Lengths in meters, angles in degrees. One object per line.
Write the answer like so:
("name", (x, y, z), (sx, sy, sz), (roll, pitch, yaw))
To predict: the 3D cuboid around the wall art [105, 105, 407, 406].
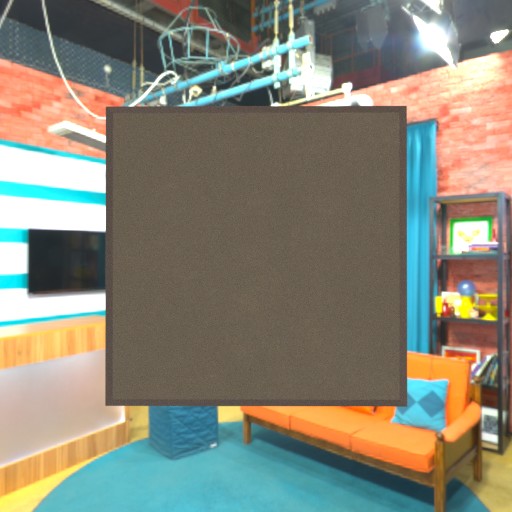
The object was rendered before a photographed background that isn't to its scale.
("wall art", (0.000, 0.000, 0.766), (0.508, 0.506, 0.038), (0, 0, 0))
